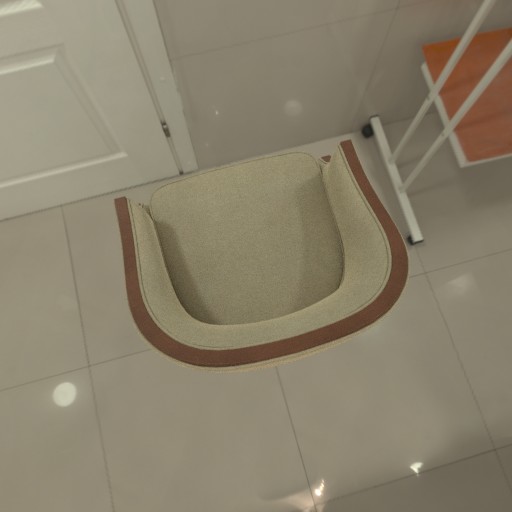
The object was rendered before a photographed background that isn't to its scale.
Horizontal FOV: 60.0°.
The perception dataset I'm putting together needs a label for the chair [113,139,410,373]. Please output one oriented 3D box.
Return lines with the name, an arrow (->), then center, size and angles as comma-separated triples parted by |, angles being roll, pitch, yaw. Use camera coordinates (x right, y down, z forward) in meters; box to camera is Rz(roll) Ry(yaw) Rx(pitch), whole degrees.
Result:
chair -> 0.000, 0.000, 1.491 | 0.803, 0.876, 0.735 | -15, 75, -4
